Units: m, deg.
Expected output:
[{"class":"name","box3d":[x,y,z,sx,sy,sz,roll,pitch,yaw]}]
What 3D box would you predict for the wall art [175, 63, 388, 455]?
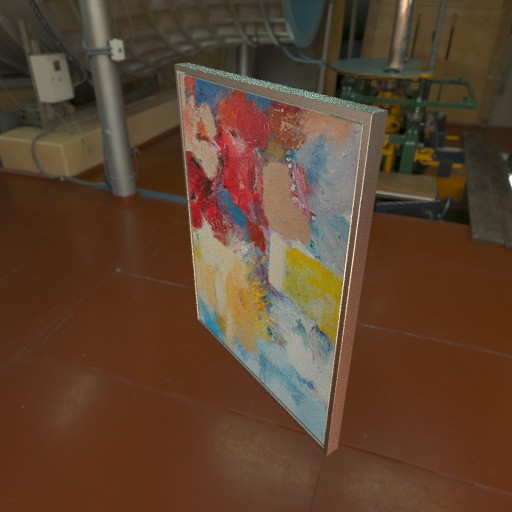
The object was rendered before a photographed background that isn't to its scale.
[{"class":"wall art","box3d":[0.000,0.000,0.767,0.025,0.569,0.444,-21,37,-30]}]
